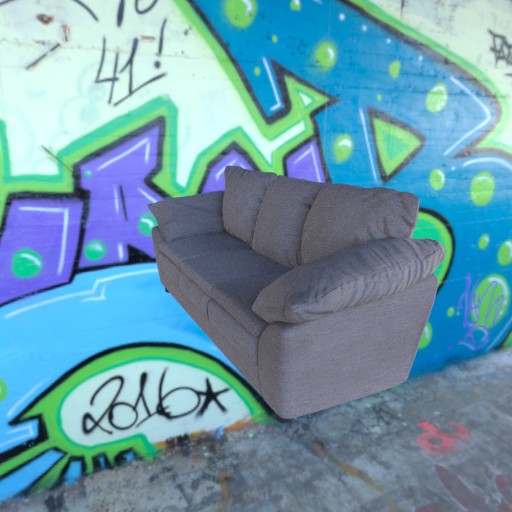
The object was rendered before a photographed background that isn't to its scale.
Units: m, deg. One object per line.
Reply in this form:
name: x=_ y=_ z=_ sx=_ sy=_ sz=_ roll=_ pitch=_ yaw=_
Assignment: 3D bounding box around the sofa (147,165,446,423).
sofa: x=0.000 y=0.000 z=2.893 sx=0.927 sy=1.043 sz=2.390 roll=-8 pitch=17 yaw=-25
